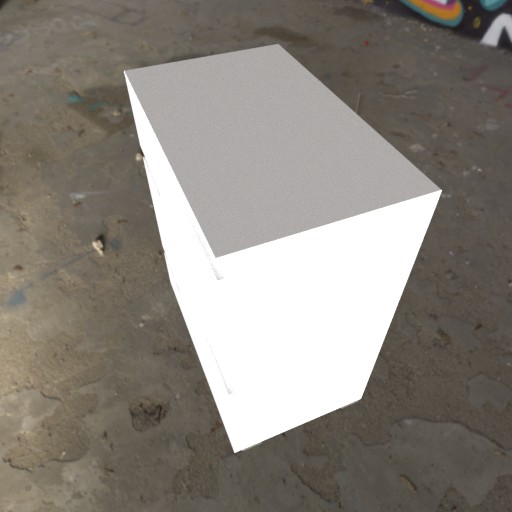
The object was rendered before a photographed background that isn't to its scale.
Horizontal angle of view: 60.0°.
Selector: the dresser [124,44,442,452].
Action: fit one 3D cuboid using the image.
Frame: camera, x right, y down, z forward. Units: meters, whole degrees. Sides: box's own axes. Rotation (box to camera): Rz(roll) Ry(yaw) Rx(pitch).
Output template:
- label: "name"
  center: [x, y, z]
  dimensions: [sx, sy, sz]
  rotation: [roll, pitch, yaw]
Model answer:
- label: "dresser"
  center: [0.000, 0.000, 1.182]
  dimensions: [0.400, 0.800, 0.650]
  rotation: [-17, 49, -15]
